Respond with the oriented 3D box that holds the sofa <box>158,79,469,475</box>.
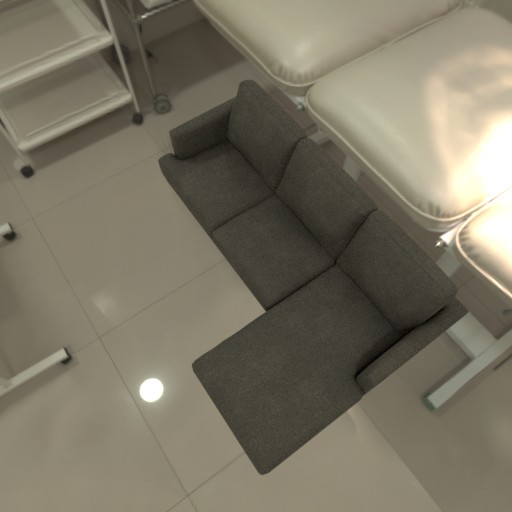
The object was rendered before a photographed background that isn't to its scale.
[{"bbox_3d":[0.000,0.000,2.998,1.504,0.956,2.233,-32,68,-15],"label":"sofa"}]
